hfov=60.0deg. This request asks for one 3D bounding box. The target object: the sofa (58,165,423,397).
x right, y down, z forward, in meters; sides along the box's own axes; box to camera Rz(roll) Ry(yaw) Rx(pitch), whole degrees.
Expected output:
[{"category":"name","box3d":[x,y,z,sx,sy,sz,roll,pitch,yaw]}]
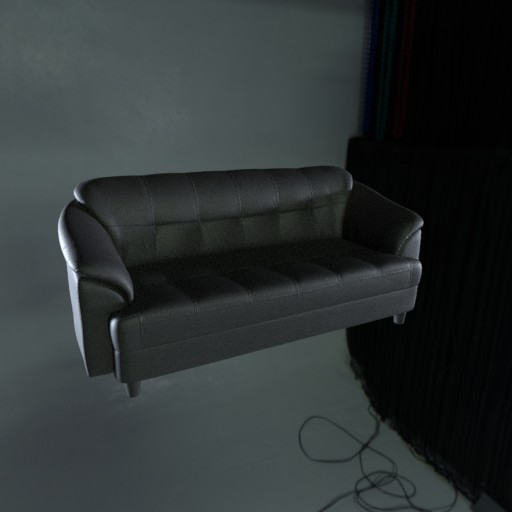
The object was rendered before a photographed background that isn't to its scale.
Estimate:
[{"category":"sofa","box3d":[0.000,0.000,2.292,1.829,0.811,0.800,-9,19,-26]}]
